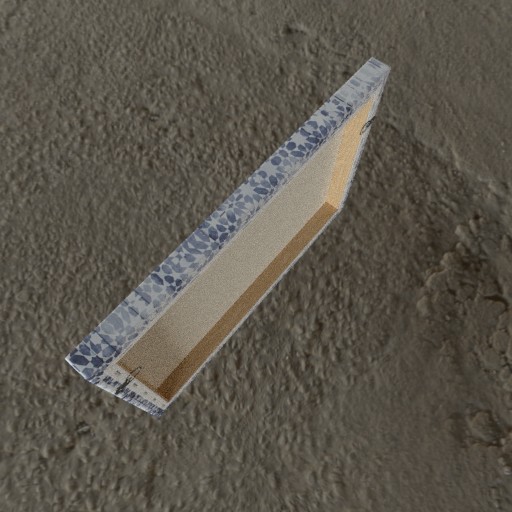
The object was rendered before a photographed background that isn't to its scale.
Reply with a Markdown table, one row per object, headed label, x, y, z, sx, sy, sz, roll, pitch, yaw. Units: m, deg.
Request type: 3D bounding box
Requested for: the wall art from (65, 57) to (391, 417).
| label | x | y | z | sx | sy | sz | roll | pitch | yaw |
| --- | --- | --- | --- | --- | --- | --- | --- | --- | --- |
| wall art | 0.000 | 0.000 | 1.141 | 0.057 | 0.608 | 0.911 | 37 | 70 | 16 |
